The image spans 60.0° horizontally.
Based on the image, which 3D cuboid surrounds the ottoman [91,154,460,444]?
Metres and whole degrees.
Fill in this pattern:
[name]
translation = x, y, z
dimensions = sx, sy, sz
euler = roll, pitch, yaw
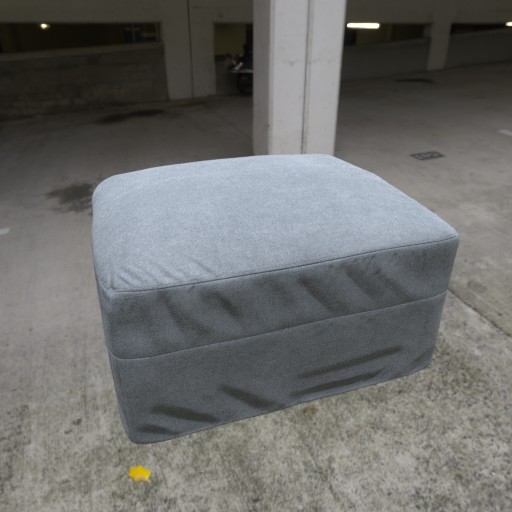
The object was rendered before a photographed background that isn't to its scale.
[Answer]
[ottoman]
translation = 0.000, 0.000, 1.236
dimensions = 0.837, 0.481, 0.683
euler = -9, 29, -16
